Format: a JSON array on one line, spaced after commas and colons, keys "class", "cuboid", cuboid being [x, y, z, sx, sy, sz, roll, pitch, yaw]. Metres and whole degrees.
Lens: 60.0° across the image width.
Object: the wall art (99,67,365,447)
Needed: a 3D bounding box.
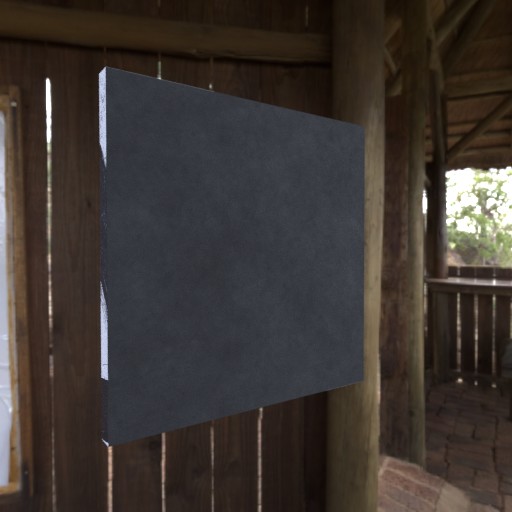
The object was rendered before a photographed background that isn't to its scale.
[{"class": "wall art", "cuboid": [0.000, 0.000, 1.129, 0.765, 0.765, 0.046, -1, 1, -35]}]
